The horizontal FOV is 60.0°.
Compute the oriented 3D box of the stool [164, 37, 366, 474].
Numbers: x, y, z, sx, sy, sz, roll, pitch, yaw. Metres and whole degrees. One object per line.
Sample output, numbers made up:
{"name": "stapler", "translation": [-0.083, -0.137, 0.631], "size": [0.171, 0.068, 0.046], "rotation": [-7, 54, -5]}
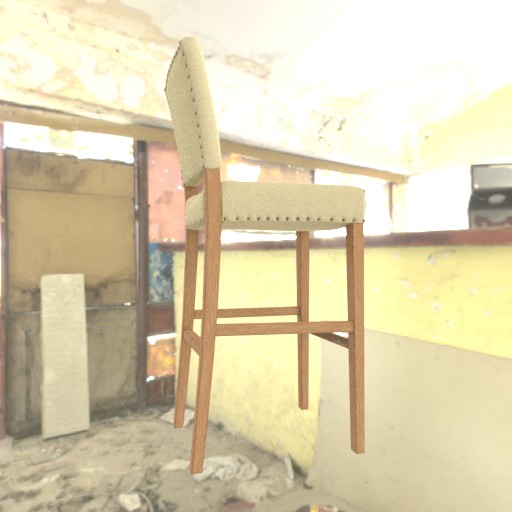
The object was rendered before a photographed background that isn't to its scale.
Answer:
{"name": "stool", "translation": [0.000, 0.000, 1.401], "size": [0.546, 1.143, 0.428], "rotation": [0, 0, -18]}
